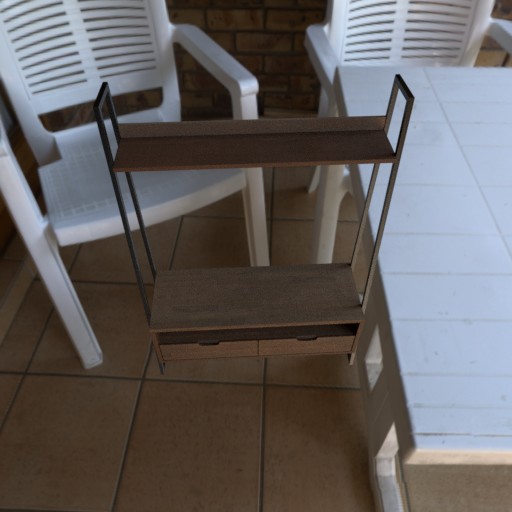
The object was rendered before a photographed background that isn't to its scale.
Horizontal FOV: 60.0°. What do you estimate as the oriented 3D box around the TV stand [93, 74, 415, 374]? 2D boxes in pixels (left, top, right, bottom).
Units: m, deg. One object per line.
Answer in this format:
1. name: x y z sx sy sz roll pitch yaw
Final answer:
1. TV stand: 0.000 0.000 2.369 1.250 1.772 0.432 -2 48 -2
